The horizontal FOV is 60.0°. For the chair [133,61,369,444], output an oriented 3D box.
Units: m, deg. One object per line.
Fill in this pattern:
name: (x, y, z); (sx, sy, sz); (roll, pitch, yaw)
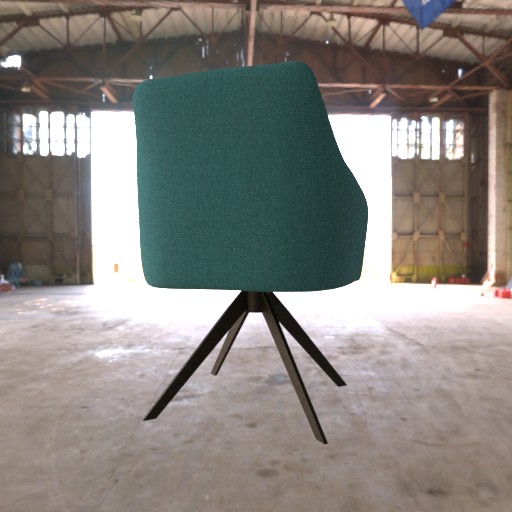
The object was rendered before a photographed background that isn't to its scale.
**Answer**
chair: (0.000, 0.000, 1.330); (0.642, 0.874, 0.677); (0, 1, 17)
